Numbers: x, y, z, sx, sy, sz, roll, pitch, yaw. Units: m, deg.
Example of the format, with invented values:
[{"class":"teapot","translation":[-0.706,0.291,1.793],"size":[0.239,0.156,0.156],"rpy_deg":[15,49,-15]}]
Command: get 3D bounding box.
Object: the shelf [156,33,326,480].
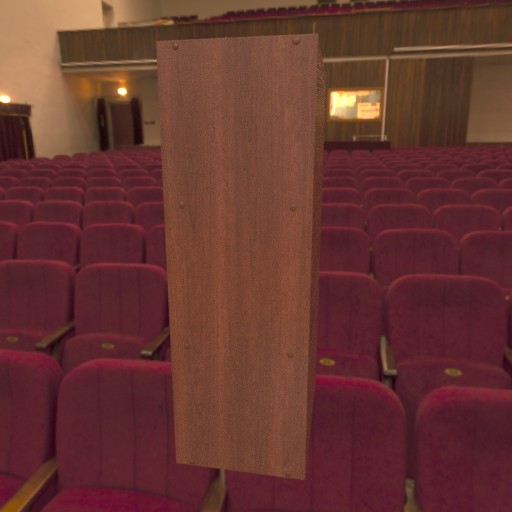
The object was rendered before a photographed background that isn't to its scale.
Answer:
[{"class":"shelf","translation":[0.000,0.000,1.070],"size":[0.290,0.879,0.414],"rpy_deg":[2,14,10]}]
